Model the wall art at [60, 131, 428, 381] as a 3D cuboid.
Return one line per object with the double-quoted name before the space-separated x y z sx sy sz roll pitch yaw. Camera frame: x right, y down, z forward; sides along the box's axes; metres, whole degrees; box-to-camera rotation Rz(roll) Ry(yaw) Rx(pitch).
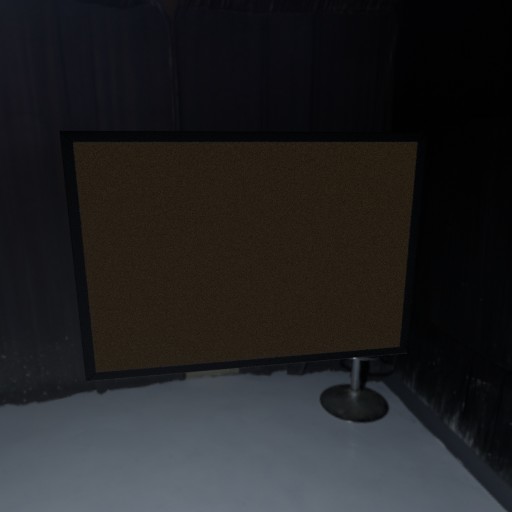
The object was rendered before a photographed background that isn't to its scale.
"wall art" 0.000 0.000 0.567 0.440 0.306 0.013 -3 15 -10
